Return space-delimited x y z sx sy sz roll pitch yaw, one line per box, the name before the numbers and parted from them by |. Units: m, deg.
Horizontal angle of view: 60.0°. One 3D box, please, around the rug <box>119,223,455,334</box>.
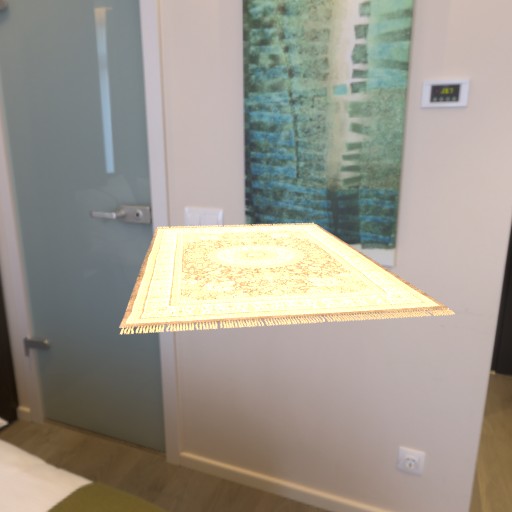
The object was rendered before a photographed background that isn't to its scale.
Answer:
rug | 0.000 0.000 4.347 2.143 0.015 3.422 -2 14 -8
